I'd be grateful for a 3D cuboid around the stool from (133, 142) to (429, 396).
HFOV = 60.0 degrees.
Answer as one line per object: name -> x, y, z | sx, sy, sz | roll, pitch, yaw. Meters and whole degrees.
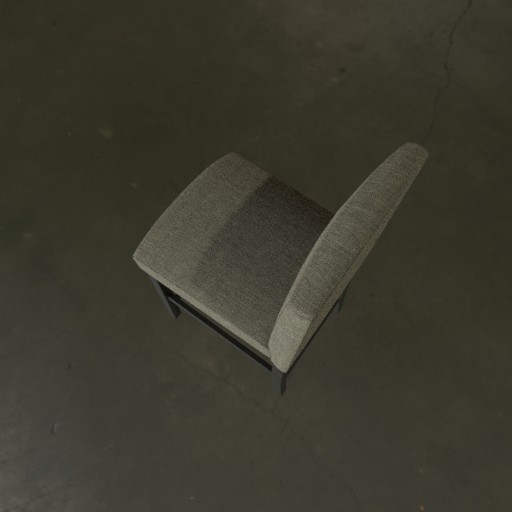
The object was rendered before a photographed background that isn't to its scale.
stool -> 0.000, 0.000, 1.275 | 0.552, 0.966, 0.451 | 33, 68, 15
